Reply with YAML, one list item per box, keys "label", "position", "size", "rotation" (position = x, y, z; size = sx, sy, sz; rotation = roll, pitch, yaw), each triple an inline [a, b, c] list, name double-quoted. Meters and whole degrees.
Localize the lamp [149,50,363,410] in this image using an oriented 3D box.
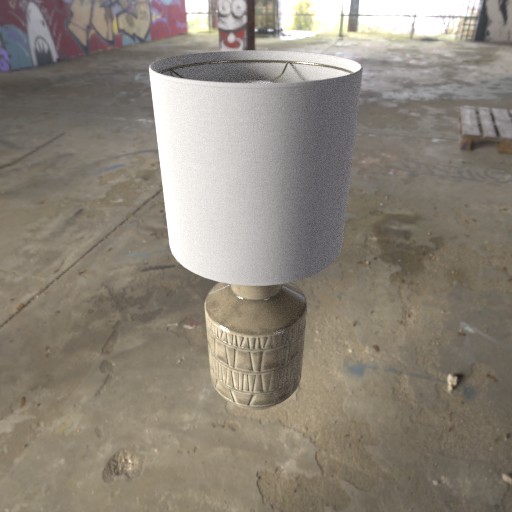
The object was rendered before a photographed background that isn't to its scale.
- label: "lamp"
  position: [0.000, 0.000, 0.565]
  size: [0.211, 0.455, 0.211]
  rotation: [21, 37, 30]
